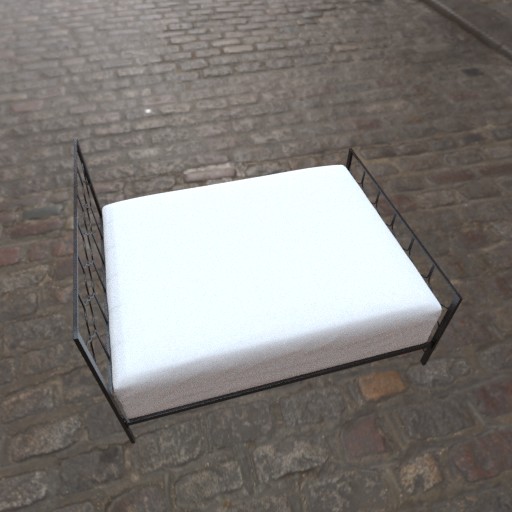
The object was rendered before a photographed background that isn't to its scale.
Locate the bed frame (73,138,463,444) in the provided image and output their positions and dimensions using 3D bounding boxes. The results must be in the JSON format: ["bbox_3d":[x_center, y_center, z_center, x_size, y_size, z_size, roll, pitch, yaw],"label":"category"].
[{"bbox_3d":[0.000,0.000,3.045,2.063,1.222,1.597,-11,48,-10],"label":"bed frame"}]
